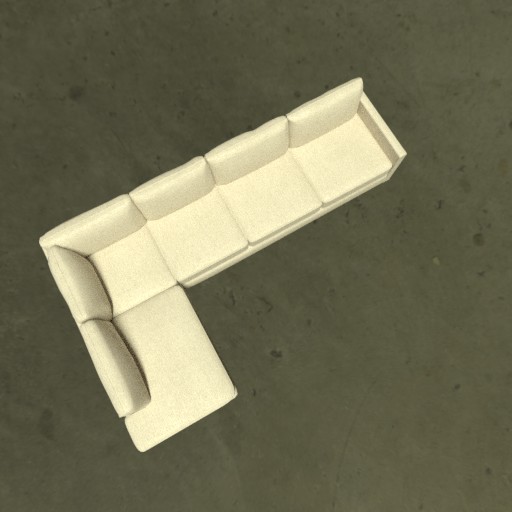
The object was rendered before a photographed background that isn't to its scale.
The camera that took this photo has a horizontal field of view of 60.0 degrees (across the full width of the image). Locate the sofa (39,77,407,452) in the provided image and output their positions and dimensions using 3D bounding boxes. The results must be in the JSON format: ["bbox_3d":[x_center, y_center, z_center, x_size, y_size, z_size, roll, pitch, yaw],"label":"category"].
[{"bbox_3d":[0.000,0.000,4.147,3.384,0.996,2.048,-28,78,-7],"label":"sofa"}]
